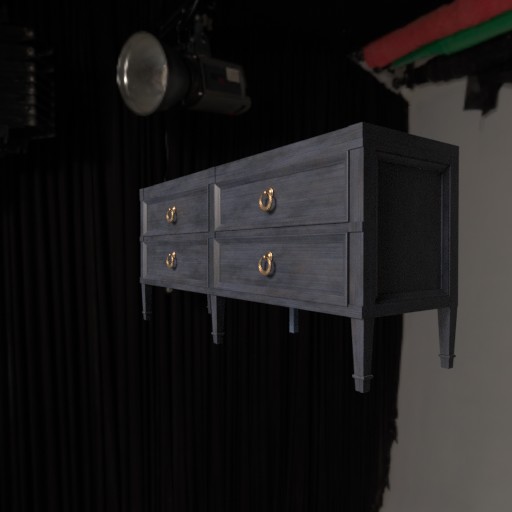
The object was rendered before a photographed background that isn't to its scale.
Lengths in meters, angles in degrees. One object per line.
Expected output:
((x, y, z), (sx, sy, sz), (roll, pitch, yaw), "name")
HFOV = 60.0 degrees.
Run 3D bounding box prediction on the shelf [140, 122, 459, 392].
((0.000, 0.000, 1.930), (0.479, 0.719, 1.575), (-1, 1, -36), "shelf")
